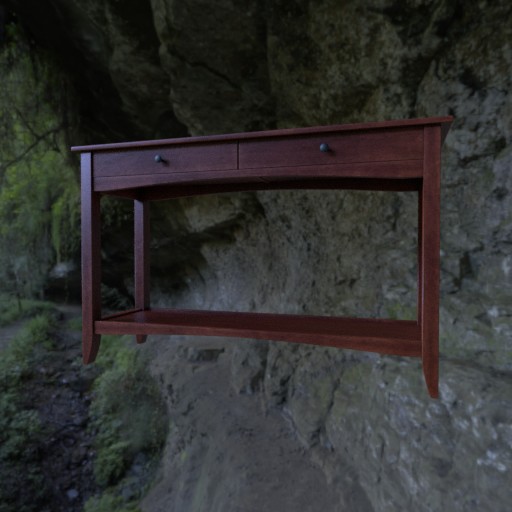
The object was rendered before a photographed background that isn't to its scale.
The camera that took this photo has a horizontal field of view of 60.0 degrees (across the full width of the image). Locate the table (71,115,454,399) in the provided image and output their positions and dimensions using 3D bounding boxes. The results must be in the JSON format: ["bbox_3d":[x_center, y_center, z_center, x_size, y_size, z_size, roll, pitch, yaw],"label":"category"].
[{"bbox_3d":[0.000,0.000,1.509,1.188,0.739,0.392,0,1,18],"label":"table"}]
